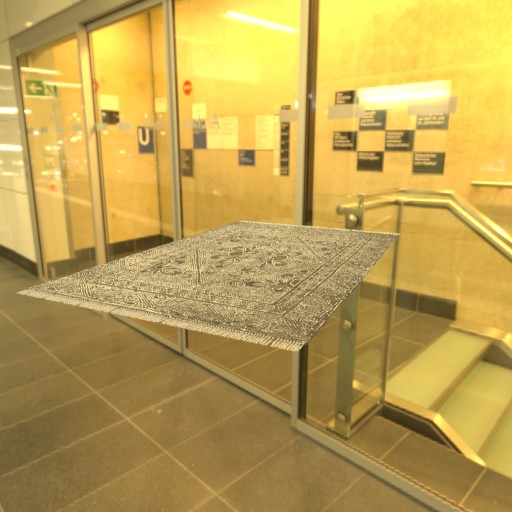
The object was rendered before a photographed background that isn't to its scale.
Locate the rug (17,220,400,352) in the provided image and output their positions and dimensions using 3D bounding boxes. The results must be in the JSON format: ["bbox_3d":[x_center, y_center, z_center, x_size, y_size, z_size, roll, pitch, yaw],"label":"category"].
[{"bbox_3d":[0.000,0.000,2.973,1.529,0.010,2.440,7,16,25],"label":"rug"}]
